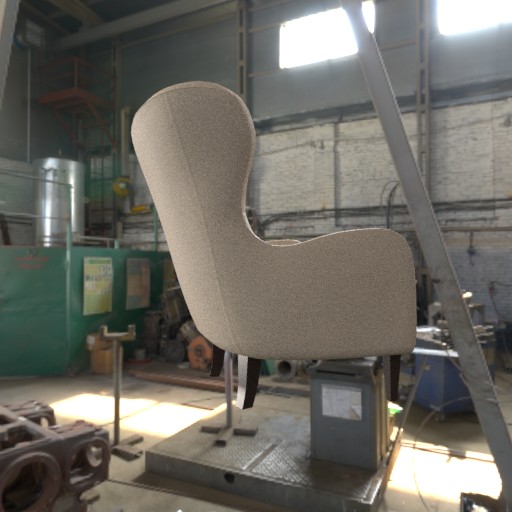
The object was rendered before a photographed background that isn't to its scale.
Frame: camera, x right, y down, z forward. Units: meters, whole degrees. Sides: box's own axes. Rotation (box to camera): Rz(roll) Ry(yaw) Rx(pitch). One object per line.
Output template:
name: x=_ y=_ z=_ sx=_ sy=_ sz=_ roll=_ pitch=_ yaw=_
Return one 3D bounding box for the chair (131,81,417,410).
chair: x=0.000 y=0.000 z=1.813 sx=0.984 sy=1.064 sz=0.861 roll=0 pitch=-1 yaw=-18
